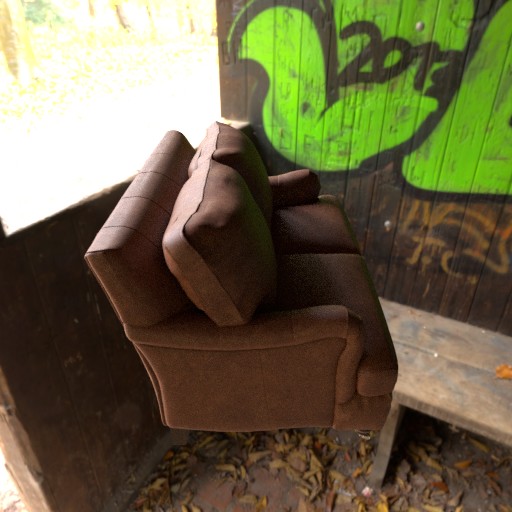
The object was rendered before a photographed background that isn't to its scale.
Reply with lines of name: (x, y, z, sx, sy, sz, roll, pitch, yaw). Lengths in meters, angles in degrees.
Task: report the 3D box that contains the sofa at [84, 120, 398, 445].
sofa: (0.000, 0.000, 2.186, 1.077, 1.004, 1.527, 0, 31, 0)
